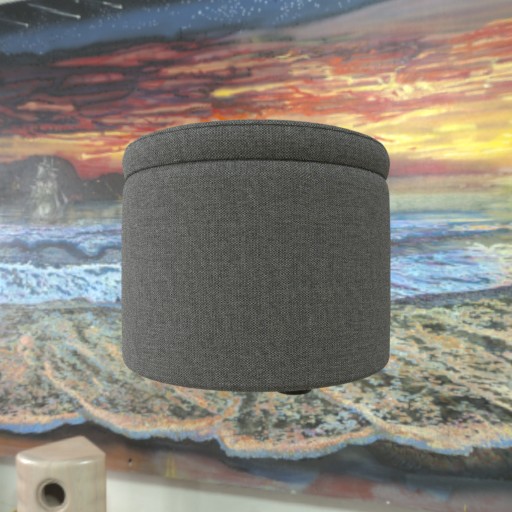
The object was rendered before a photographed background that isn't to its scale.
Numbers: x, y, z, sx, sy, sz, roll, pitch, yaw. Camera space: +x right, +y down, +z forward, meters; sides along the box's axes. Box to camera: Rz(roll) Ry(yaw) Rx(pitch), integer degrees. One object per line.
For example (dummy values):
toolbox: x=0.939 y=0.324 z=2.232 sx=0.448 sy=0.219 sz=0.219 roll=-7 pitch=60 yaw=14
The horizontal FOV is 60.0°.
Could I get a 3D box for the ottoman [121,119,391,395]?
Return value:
ottoman: x=0.000 y=0.000 z=0.895 sx=0.520 sy=0.430 sz=0.520 roll=0 pitch=0 yaw=0
